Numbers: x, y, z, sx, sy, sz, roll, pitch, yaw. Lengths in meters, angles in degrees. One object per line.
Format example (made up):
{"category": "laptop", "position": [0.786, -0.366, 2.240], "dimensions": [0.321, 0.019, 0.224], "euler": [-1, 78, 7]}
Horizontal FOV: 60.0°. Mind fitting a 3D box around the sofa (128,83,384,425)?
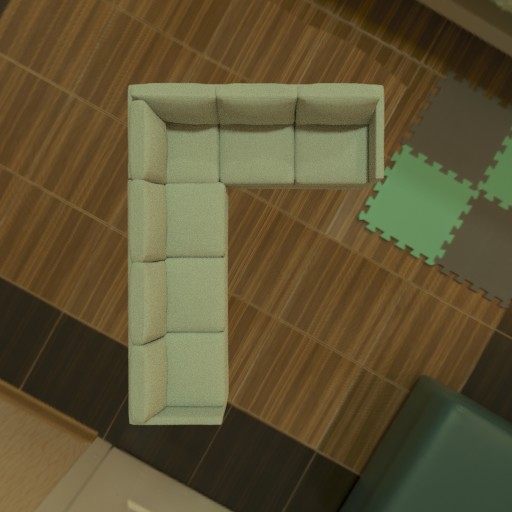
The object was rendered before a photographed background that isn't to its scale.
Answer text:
{"category": "sofa", "position": [0.000, 0.000, 4.530], "dimensions": [2.522, 0.934, 3.333], "euler": [0, 91, 0]}
